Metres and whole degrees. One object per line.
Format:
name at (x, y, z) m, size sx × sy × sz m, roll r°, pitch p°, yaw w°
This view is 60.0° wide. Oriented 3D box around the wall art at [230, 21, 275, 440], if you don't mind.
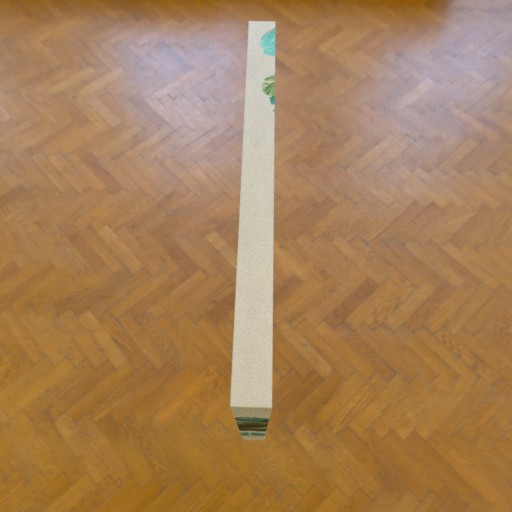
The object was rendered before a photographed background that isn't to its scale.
wall art at (0.000, 0.000, 0.694) m, size 0.041 × 0.435 × 0.507 m, roll 1°, pitch 64°, yaw 1°
